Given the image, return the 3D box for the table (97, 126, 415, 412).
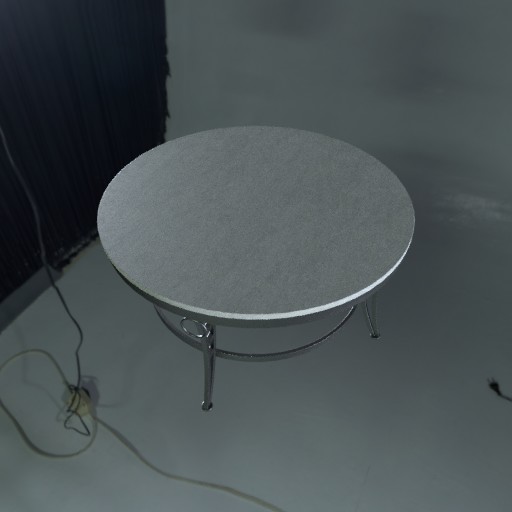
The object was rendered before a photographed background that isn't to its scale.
[{"bbox_3d":[0.000,0.000,1.443,0.889,0.470,0.889,0,42,0],"label":"table"}]
